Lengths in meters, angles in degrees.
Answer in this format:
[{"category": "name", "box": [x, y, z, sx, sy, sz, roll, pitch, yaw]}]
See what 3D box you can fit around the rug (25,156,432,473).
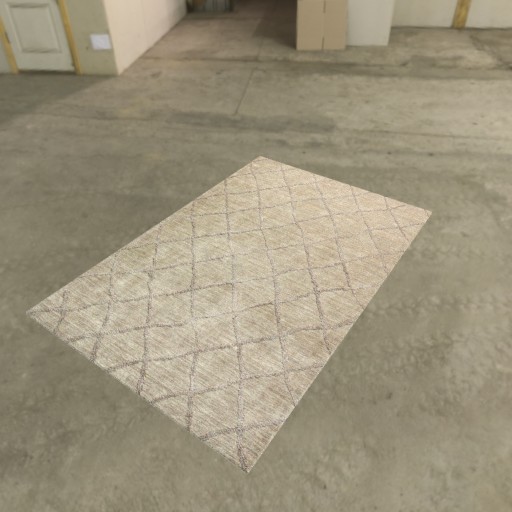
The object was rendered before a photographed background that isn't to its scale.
[{"category": "rug", "box": [0.000, 0.000, 2.834, 1.521, 0.015, 2.280, 24, 45, 26]}]
